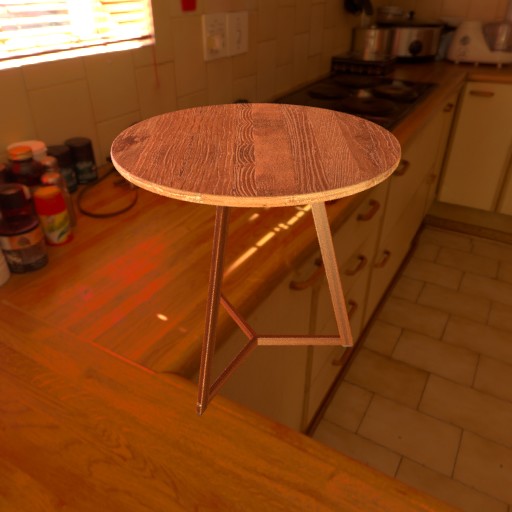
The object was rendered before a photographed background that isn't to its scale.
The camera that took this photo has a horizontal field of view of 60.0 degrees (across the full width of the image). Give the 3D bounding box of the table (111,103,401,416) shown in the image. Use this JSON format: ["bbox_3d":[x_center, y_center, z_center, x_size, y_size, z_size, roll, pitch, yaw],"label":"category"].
[{"bbox_3d":[0.000,0.000,0.924,0.500,0.500,0.500,0,32,0],"label":"table"}]
